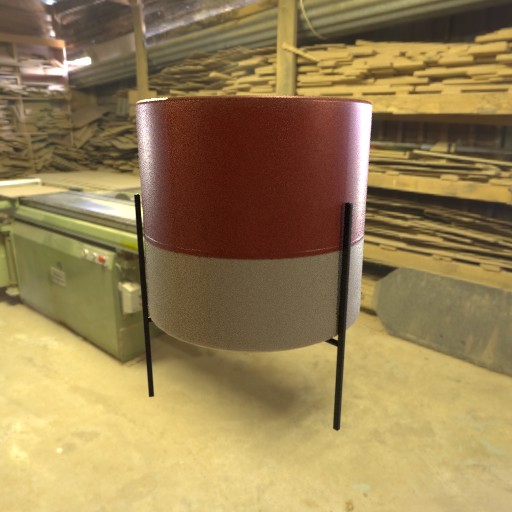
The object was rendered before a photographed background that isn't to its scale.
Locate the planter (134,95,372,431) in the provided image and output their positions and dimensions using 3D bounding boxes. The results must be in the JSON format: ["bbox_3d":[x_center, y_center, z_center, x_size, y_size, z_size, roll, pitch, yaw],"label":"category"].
[{"bbox_3d":[0.000,0.000,0.716,0.345,0.465,0.354,-14,21,-42],"label":"planter"}]
